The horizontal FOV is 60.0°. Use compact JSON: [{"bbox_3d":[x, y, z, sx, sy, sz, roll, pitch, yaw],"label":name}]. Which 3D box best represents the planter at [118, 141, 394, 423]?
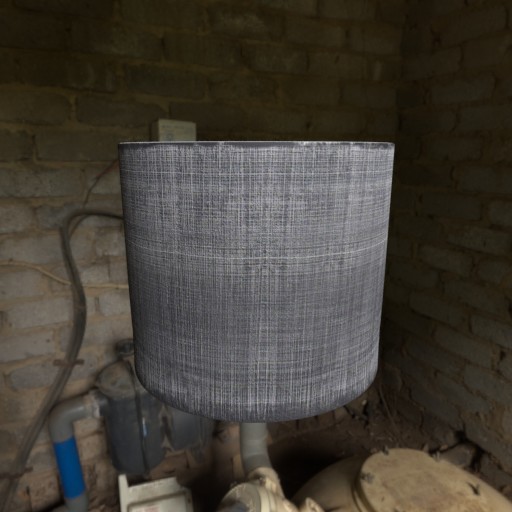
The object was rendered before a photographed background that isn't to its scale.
[{"bbox_3d":[0.000,0.000,0.451,0.254,0.221,0.254,0,13,0],"label":"planter"}]
